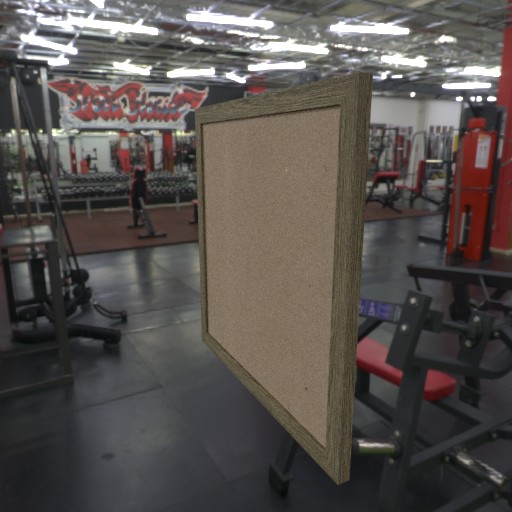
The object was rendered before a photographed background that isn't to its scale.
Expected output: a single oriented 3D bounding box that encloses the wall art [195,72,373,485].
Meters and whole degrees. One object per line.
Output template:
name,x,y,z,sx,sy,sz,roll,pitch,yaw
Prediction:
wall art,0.000,0.000,0.746,0.019,0.508,0.508,-7,15,-26
